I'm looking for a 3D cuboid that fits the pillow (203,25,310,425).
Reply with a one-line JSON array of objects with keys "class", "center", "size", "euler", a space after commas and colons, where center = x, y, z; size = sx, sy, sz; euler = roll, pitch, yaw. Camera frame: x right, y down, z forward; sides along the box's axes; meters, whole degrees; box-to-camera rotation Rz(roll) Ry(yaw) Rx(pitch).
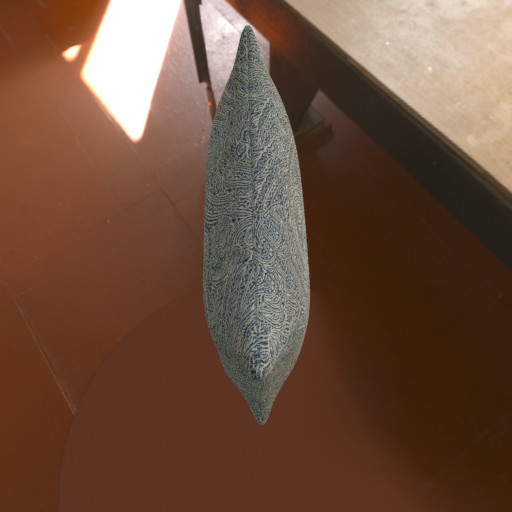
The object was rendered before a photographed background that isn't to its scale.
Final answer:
[{"class": "pillow", "center": [0.000, 0.000, 0.778], "size": [0.166, 0.510, 0.523], "euler": [-1, 65, -1]}]
